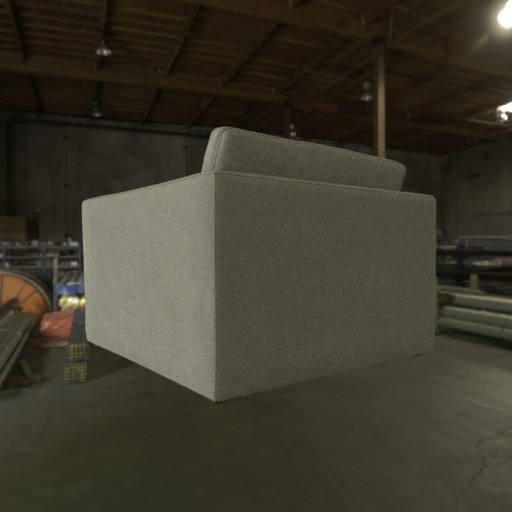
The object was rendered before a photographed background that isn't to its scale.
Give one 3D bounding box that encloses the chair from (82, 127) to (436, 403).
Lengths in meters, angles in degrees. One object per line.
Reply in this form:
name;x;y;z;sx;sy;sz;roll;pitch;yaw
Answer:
chair;0.000;0.000;1.919;1.190;0.845;1.091;-1;1;-35
